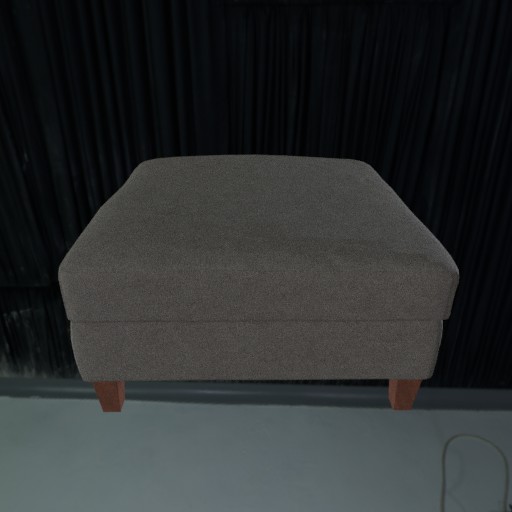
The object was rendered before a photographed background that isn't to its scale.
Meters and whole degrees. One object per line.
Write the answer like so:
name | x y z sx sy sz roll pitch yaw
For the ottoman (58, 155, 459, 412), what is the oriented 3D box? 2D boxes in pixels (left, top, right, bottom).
ottoman | 0.000 0.000 1.374 0.861 0.482 0.881 0 27 -1
